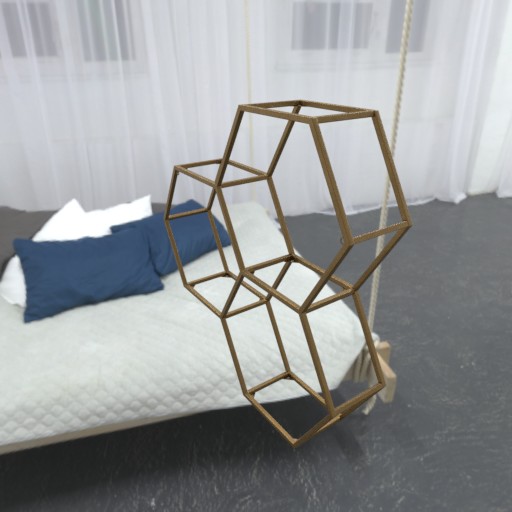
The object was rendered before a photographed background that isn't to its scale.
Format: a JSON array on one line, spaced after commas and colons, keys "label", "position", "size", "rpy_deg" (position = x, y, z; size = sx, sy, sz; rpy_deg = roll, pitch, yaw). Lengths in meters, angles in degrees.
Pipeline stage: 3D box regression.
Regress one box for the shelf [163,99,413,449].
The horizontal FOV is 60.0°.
[{"label": "shelf", "position": [0.000, 0.000, 1.048], "size": [0.150, 0.701, 0.708], "rpy_deg": [-17, 30, -31]}]
